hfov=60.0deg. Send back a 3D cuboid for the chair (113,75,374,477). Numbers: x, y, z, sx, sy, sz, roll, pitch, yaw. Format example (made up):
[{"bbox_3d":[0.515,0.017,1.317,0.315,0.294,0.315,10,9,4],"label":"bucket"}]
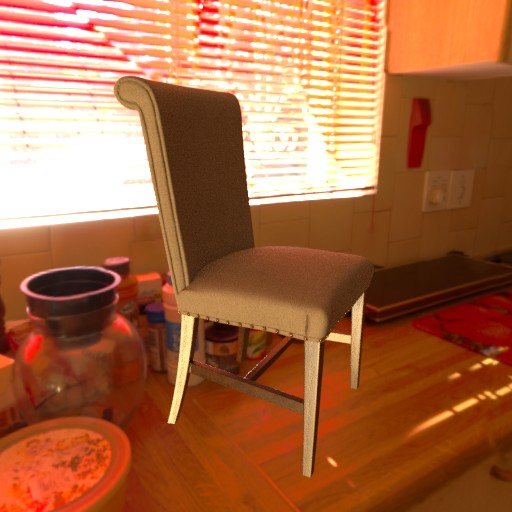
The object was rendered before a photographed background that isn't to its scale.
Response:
[{"bbox_3d":[0.000,0.000,1.332,0.608,0.988,0.513,7,17,26],"label":"chair"}]
